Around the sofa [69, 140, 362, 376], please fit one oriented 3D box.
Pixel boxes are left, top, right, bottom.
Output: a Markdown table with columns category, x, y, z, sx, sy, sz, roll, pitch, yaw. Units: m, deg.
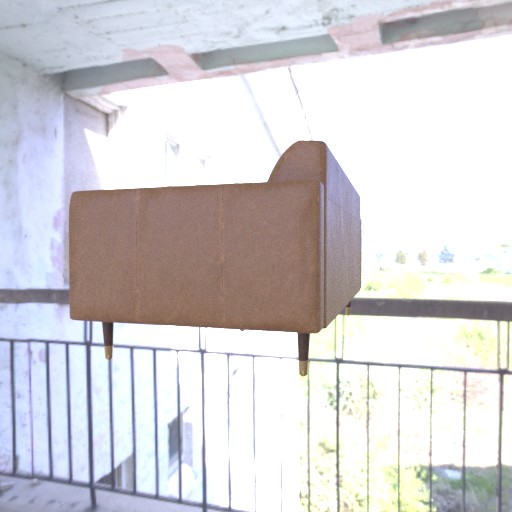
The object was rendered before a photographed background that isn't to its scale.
| category | x | y | z | sx | sy | sz | roll | pitch | yaw |
| --- | --- | --- | --- | --- | --- | --- | --- | --- | --- |
| sofa | 0.000 | 0.000 | 2.399 | 0.993 | 0.821 | 1.847 | 0 | 1 | 18 |
